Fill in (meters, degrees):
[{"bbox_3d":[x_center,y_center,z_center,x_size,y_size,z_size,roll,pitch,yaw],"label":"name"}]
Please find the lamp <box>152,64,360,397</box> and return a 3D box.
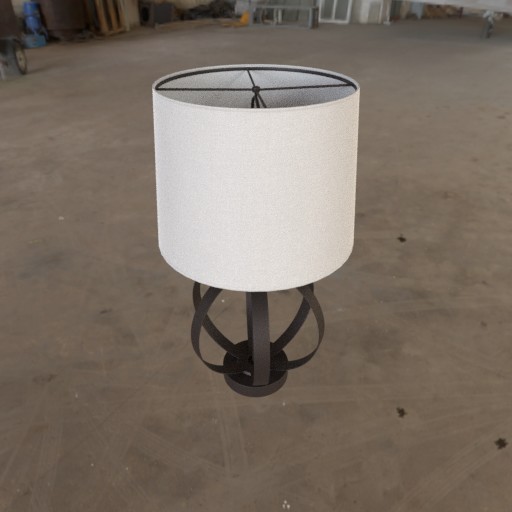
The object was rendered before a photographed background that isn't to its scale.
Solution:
[{"bbox_3d":[0.000,0.000,0.685,0.286,0.510,0.286,0,33,0],"label":"lamp"}]
